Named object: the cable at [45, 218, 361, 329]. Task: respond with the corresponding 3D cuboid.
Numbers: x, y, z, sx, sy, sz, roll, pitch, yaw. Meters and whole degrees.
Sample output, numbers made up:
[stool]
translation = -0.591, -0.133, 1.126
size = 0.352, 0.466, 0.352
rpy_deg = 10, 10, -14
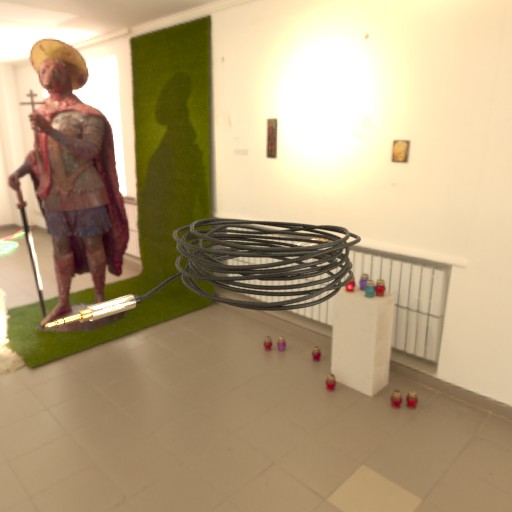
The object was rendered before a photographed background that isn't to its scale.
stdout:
[cable]
translation = 0.000, 0.000, 0.490
size = 0.198, 0.069, 0.432
rpy_deg = 15, 21, 42
